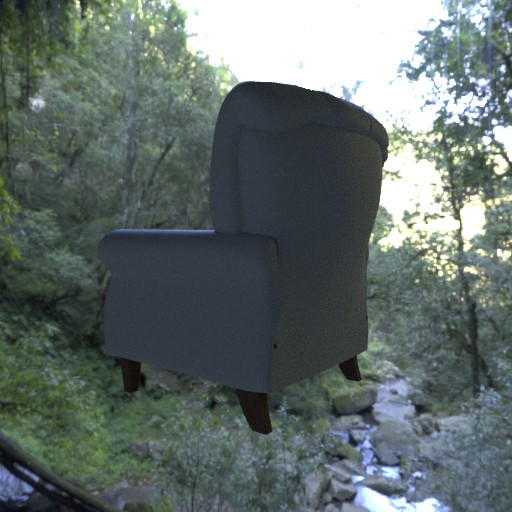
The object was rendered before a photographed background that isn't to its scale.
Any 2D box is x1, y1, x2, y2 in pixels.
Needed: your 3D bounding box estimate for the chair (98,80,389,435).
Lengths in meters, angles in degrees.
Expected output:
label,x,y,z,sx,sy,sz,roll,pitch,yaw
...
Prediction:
label,x,y,z,sx,sy,sz,roll,pitch,yaw
chair,0.000,0.000,2.039,1.128,1.217,1.090,1,2,37
